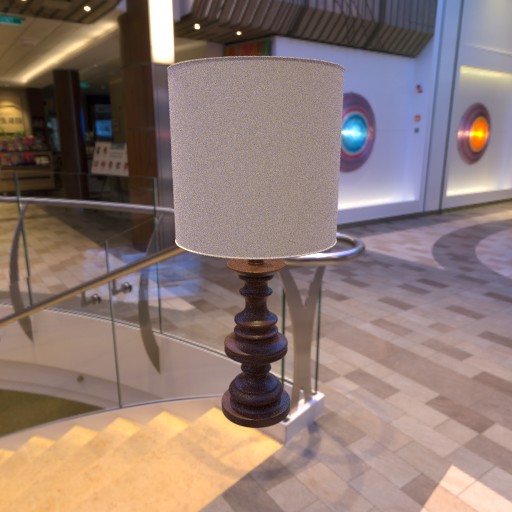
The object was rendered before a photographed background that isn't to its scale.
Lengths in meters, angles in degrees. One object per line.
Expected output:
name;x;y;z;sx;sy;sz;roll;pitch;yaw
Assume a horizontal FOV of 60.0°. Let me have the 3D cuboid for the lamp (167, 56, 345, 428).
lamp;0.000;0.000;0.588;0.208;0.455;0.208;2;15;8
